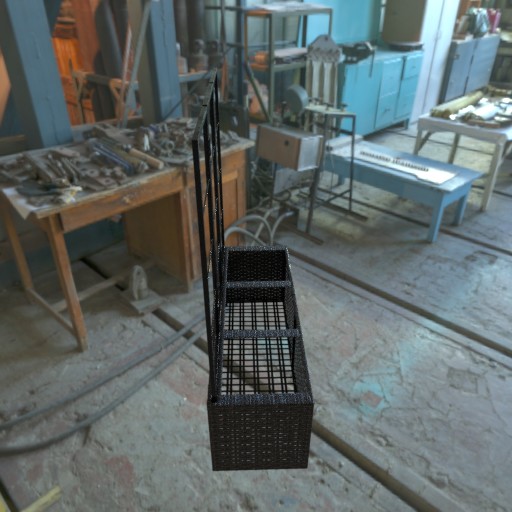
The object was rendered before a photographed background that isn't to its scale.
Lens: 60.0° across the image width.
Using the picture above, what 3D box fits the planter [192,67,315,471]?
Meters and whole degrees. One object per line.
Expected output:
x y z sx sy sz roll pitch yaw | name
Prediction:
0.000 0.000 1.191 0.244 0.841 0.699 -1 32 -1 | planter
